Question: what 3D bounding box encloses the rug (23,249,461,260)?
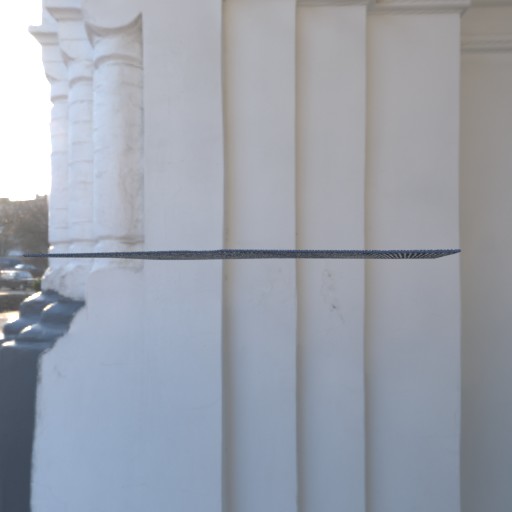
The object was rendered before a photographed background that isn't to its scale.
[{"bbox_3d":[0.000,0.000,2.980,2.349,0.030,1.624,0,-1,18],"label":"rug"}]
